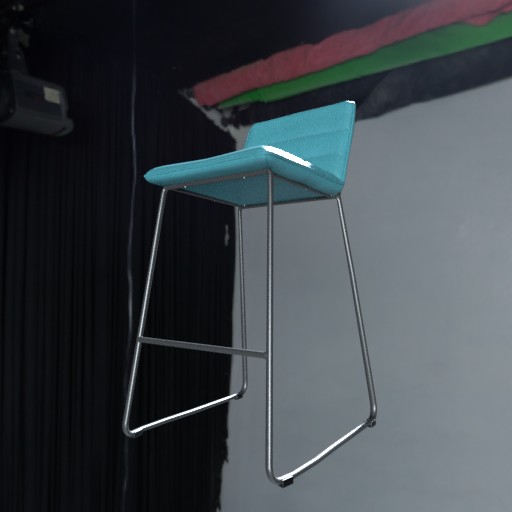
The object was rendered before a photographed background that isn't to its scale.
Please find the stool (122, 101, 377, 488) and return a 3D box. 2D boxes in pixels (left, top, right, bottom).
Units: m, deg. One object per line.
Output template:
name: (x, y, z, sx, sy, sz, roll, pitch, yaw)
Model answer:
stool: (0.000, 0.000, 1.208, 0.489, 0.936, 0.524, -2, -3, 36)
